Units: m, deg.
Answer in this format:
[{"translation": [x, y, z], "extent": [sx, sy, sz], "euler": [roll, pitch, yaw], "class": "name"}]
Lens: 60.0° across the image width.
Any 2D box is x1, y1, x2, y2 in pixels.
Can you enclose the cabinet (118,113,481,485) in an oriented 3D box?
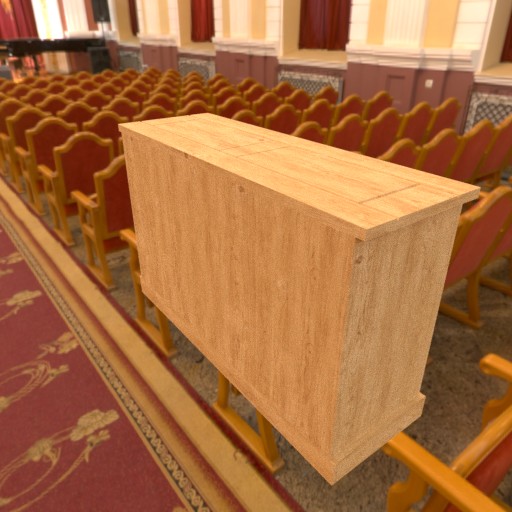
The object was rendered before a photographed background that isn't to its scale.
[{"translation": [0.000, 0.000, 1.663], "extent": [0.432, 0.810, 1.321], "euler": [-19, 33, -32], "class": "cabinet"}]
